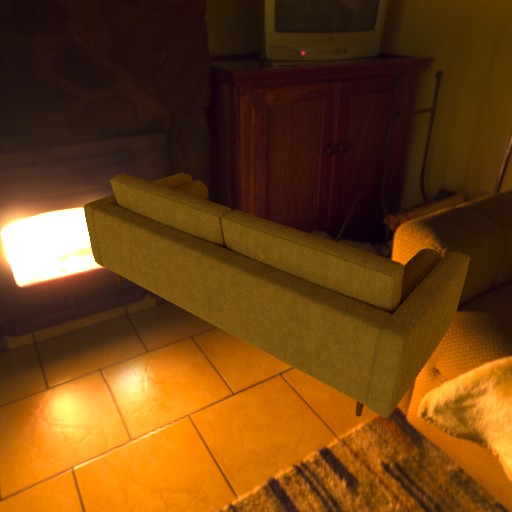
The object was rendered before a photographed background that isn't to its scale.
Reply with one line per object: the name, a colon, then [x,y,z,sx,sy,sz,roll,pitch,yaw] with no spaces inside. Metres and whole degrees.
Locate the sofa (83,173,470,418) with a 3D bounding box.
sofa: [0.000,0.000,2.692,2.200,0.770,0.919,21,35,33]
